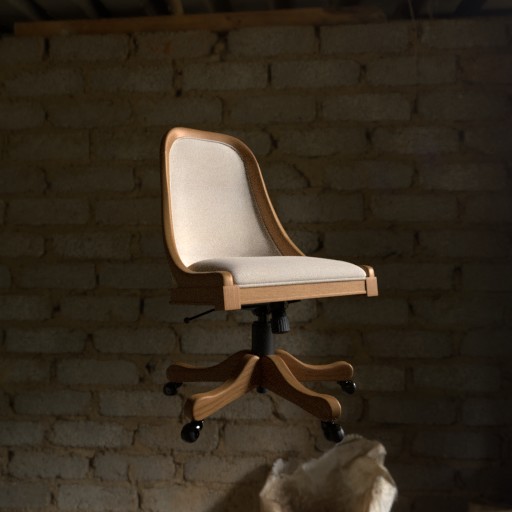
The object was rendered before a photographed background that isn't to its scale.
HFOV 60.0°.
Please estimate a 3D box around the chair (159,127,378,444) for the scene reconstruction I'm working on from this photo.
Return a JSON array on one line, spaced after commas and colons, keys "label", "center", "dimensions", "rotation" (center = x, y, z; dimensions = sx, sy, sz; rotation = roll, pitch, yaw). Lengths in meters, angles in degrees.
[{"label": "chair", "center": [0.000, 0.000, 1.517], "dimensions": [0.702, 1.009, 0.811], "rotation": [-1, 2, -34]}]
